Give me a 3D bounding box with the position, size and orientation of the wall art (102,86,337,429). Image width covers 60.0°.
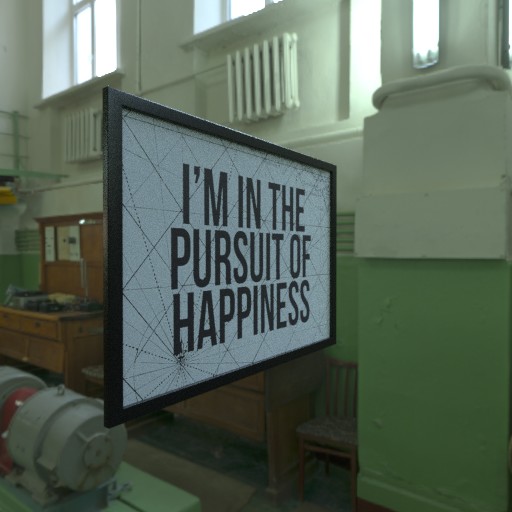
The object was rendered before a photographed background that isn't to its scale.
[{"bbox_3d":[0.000,0.000,1.046,0.015,0.552,0.819,0,1,36],"label":"wall art"}]
